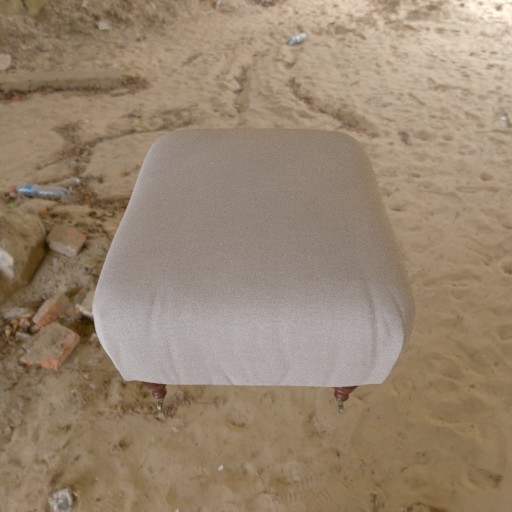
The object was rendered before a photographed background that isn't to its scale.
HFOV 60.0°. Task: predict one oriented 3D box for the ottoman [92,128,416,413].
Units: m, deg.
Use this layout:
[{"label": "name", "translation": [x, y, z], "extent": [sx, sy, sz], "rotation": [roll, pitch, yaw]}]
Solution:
[{"label": "ottoman", "translation": [0.000, 0.000, 1.147], "extent": [0.622, 0.450, 0.746], "rotation": [1, 42, 1]}]
